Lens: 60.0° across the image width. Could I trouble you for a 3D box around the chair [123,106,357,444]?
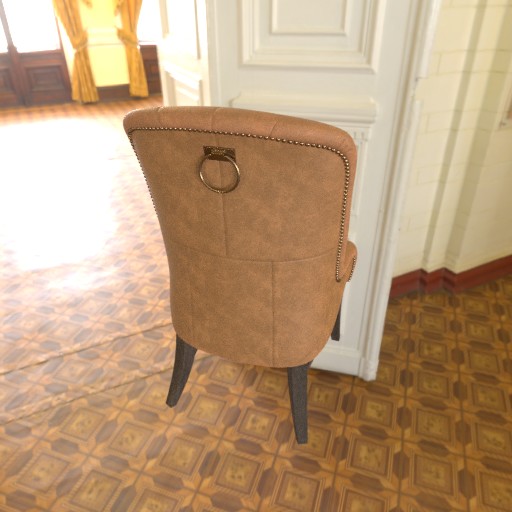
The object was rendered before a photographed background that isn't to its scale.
[{"bbox_3d":[0.000,0.000,1.505,0.634,1.091,0.629,10,32,16],"label":"chair"}]
